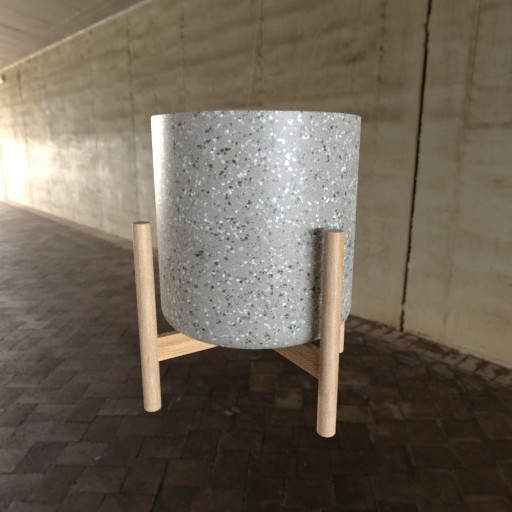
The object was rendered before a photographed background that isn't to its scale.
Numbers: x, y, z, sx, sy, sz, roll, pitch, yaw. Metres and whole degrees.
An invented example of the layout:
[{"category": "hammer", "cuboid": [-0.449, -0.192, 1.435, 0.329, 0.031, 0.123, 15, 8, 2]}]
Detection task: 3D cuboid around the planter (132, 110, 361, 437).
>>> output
[{"category": "planter", "cuboid": [0.000, 0.000, 0.706, 0.360, 0.419, 0.360, -2, 14, -9]}]
